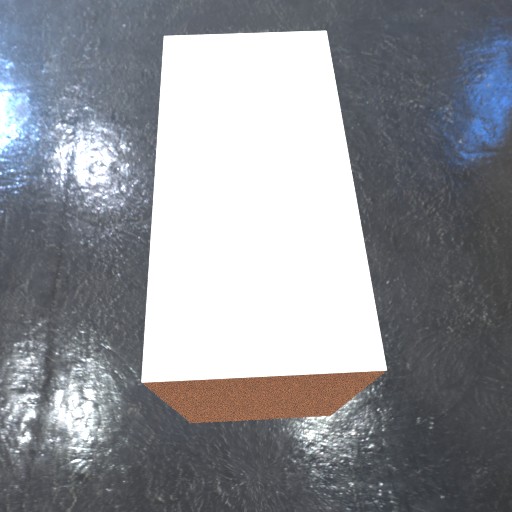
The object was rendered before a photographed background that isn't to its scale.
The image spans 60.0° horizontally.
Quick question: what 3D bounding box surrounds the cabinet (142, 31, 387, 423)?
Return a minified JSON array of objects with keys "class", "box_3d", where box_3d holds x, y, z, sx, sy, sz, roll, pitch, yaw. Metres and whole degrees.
[{"class":"cabinet","box_3d":[0.000,0.000,1.212,0.398,0.761,0.800,-2,64,-1]}]
